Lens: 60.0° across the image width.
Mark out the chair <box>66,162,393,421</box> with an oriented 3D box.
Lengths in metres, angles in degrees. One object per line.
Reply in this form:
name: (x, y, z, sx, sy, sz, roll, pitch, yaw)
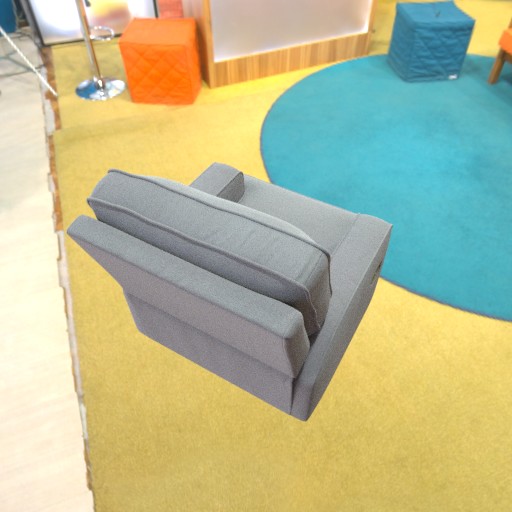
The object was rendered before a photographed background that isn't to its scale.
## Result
chair: (0.000, 0.000, 1.718, 0.861, 0.964, 0.969, 23, 51, 20)
